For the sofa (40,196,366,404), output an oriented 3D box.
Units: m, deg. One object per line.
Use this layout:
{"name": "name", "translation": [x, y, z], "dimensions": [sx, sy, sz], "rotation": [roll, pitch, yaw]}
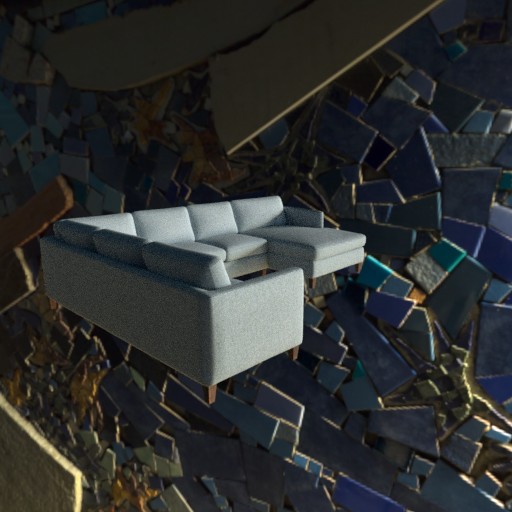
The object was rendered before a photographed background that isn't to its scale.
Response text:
{"name": "sofa", "translation": [0.000, 0.000, 4.608], "dimensions": [2.551, 0.889, 3.403], "rotation": [13, 19, 42]}
